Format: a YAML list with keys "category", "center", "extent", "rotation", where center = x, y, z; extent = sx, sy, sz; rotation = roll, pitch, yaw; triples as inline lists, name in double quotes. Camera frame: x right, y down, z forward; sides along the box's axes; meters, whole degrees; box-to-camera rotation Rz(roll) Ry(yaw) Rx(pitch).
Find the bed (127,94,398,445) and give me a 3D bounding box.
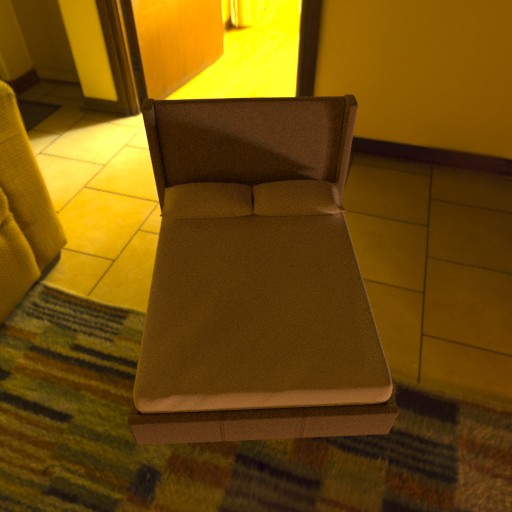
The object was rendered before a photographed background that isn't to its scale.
- category: "bed"
  center: [0.000, 0.000, 3.336]
  extent: [1.714, 1.481, 2.245]
  rotation: [-2, 45, -2]
